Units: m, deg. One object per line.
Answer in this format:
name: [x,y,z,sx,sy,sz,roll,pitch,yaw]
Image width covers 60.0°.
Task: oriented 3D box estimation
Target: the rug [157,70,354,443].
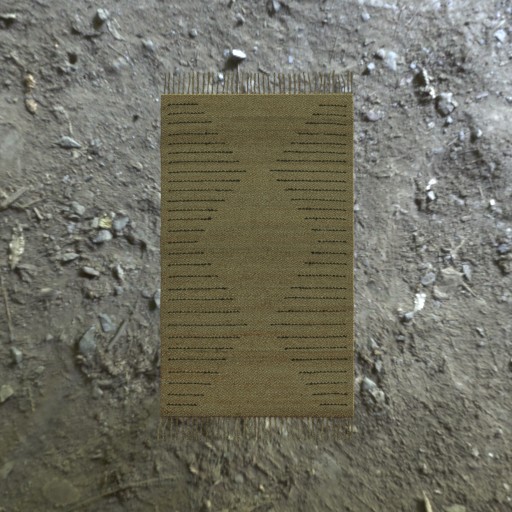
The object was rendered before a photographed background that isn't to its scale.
rug: [0.000,0.000,2.038,0.905,0.017,1.718,0,90,0]
